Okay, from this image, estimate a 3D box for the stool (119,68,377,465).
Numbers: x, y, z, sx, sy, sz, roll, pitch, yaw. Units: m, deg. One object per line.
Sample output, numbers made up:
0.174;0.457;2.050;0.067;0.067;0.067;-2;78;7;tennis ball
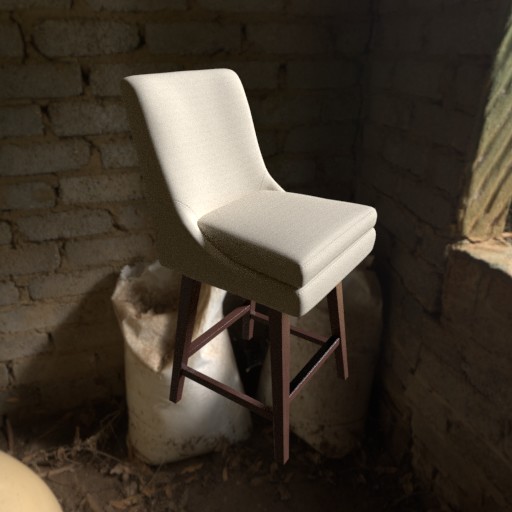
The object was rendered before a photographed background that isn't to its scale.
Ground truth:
0.000;0.000;1.307;0.559;0.991;0.483;17;31;30;stool
